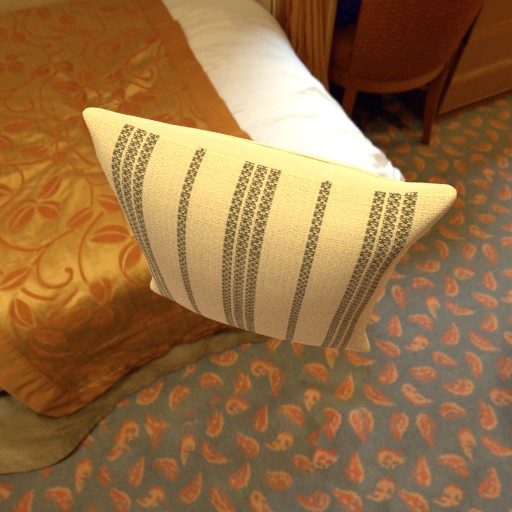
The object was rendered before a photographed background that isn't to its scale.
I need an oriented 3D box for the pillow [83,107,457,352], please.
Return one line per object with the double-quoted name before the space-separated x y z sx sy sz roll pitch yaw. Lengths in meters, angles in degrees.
"pillow" 0.000 0.000 0.621 0.405 0.406 0.173 15 58 9
